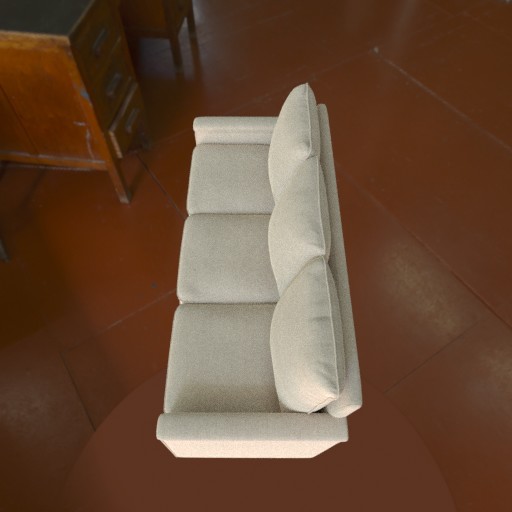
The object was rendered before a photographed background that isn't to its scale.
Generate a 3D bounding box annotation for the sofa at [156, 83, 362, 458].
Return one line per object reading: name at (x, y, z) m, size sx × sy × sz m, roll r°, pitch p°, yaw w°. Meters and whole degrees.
sofa at (0.000, 0.000, 2.401) m, size 0.828 × 0.961 × 1.925 m, roll 0°, pitch 57°, yaw 0°
